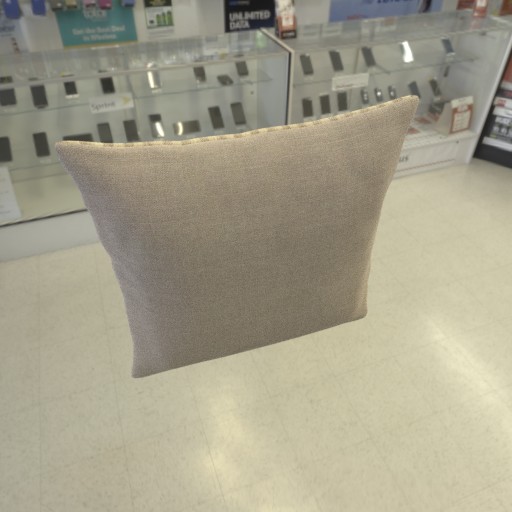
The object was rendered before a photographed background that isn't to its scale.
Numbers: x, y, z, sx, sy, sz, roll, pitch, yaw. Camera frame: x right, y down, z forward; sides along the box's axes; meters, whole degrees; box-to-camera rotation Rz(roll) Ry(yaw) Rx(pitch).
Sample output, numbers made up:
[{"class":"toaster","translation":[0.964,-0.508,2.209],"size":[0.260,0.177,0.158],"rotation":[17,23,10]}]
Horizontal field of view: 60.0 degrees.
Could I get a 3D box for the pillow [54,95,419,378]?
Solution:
[{"class":"pillow","translation":[0.000,0.000,0.772],"size":[0.523,0.510,0.166],"rotation":[-12,42,-13]}]
